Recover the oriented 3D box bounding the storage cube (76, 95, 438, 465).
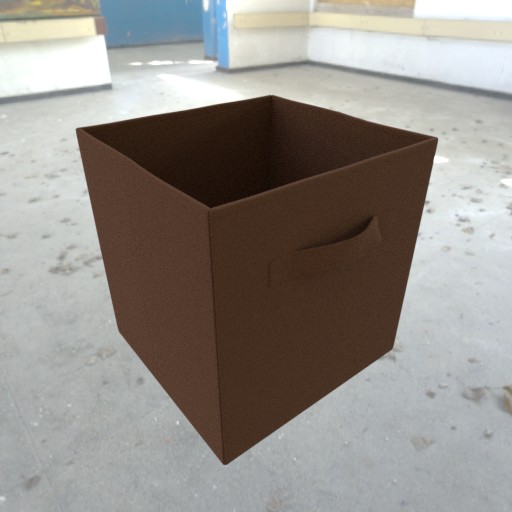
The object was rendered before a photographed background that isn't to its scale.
[{"bbox_3d":[0.000,0.000,0.509,0.270,0.280,0.270,-22,38,-32],"label":"storage cube"}]
